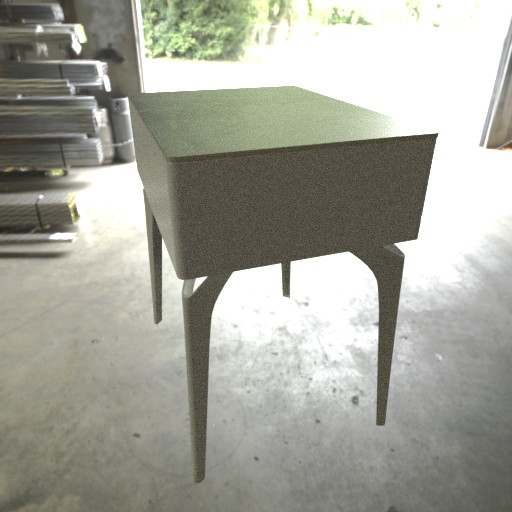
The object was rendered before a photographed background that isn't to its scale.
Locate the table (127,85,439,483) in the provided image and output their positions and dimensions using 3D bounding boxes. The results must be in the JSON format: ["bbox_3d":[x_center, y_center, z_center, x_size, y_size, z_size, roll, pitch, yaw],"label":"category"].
[{"bbox_3d":[0.000,0.000,0.890,0.400,0.570,0.500,-9,30,-17],"label":"table"}]
